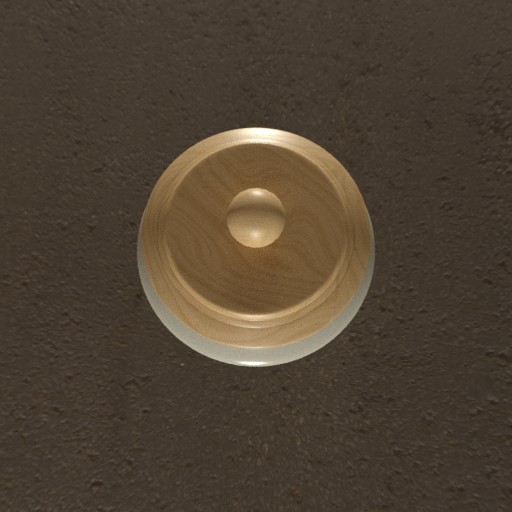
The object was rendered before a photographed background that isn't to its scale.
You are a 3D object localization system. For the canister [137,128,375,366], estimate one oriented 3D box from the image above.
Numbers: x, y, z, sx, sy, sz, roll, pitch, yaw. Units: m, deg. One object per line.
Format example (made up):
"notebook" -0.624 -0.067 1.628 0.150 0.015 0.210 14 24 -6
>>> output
"canister" 0.000 0.000 0.270 0.130 0.176 0.130 0 77 0
